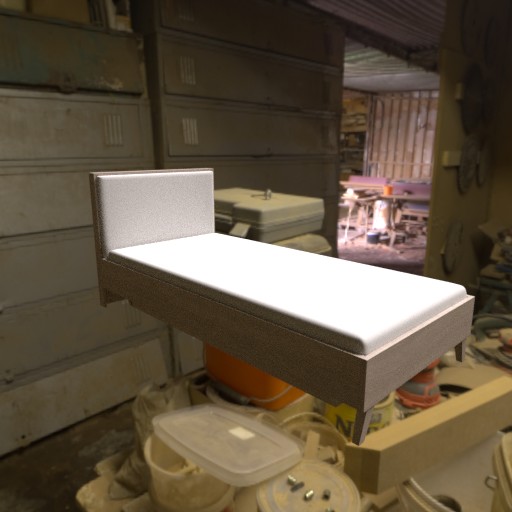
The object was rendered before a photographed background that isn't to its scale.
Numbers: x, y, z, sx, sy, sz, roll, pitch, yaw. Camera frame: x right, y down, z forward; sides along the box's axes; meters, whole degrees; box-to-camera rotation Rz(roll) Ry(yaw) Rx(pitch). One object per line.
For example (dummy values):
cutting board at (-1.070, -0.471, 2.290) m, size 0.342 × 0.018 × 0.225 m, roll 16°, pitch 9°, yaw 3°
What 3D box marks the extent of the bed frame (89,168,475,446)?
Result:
bed frame at (0.000, 0.000, 2.612) m, size 0.990 × 0.920 × 2.140 m, roll -13°, pitch 19°, yaw -43°
